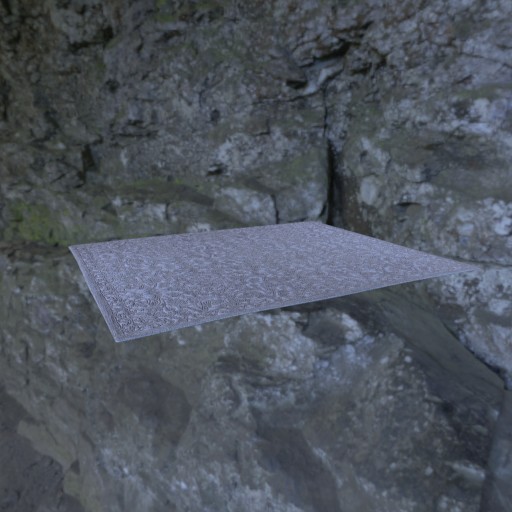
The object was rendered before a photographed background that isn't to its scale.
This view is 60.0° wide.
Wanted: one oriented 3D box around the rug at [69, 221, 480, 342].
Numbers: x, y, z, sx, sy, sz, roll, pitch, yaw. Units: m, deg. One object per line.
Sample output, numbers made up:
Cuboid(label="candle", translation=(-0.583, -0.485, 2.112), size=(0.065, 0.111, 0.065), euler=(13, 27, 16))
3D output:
Cuboid(label="rug", translation=(0.000, 0.000, 4.133), size=(3.017, 0.035, 2.472), euler=(-8, 17, -27))
